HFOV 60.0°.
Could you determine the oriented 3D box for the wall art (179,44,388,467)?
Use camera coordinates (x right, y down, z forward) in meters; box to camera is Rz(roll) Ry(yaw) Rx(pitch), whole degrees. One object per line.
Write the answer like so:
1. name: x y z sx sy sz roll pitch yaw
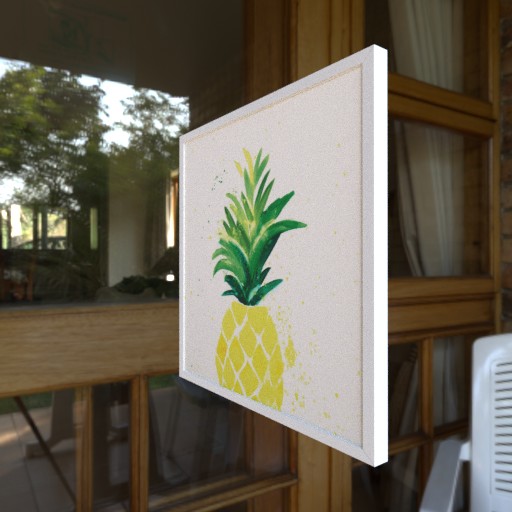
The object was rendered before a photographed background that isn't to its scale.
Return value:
1. wall art: 0.000 0.000 1.115 0.038 0.761 0.763 0 0 -37
